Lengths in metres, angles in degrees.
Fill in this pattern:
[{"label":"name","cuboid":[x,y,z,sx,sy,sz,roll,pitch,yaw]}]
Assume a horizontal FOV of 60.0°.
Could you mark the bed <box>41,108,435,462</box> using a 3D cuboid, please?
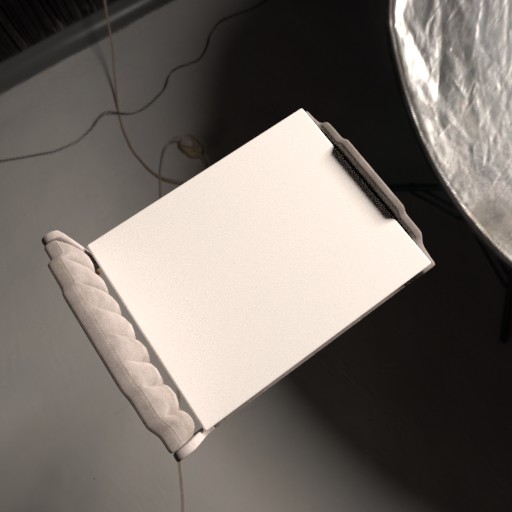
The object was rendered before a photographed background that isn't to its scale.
[{"label":"bed","cuboid":[0.000,0.000,3.309,2.340,1.245,1.676,-35,78,-8]}]
